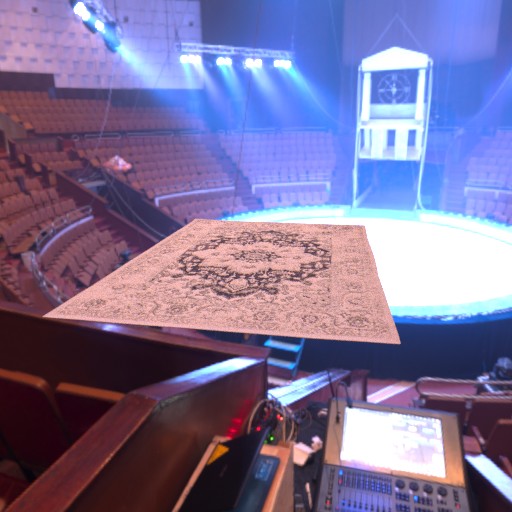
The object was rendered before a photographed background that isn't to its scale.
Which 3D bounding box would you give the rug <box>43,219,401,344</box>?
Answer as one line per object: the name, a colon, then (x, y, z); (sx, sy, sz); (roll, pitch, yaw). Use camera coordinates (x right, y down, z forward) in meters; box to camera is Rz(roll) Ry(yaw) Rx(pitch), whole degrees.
rug: (0.000, 0.000, 2.319); (1.223, 0.008, 1.813); (3, 16, 9)
